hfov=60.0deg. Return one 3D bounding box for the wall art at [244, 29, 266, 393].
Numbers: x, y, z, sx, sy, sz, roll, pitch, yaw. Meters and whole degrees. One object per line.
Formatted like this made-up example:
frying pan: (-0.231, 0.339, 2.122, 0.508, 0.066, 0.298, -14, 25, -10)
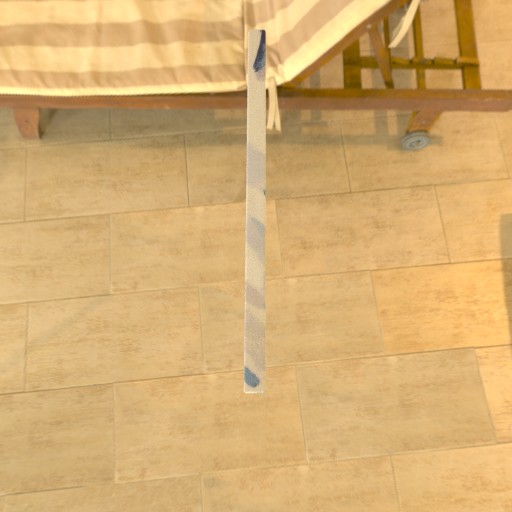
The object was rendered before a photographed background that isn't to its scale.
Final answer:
wall art: (0.000, 0.000, 1.363, 0.038, 1.015, 0.761, 0, 75, 0)
